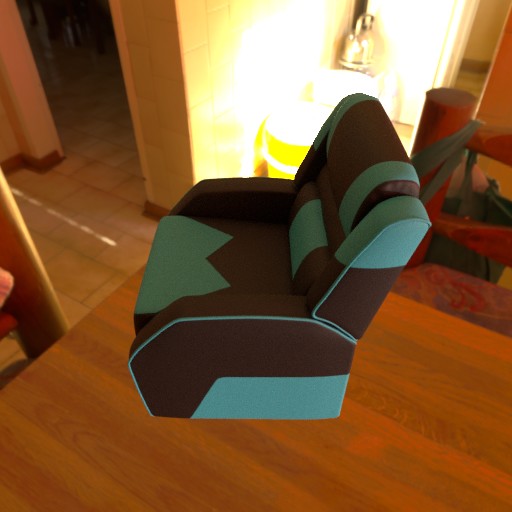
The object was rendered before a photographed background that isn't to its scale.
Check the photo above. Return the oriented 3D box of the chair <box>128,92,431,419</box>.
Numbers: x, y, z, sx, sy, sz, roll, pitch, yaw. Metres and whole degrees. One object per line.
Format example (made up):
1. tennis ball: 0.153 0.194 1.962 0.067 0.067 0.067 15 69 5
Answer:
1. chair: 0.000 0.000 1.291 0.672 0.805 0.620 0 42 0
